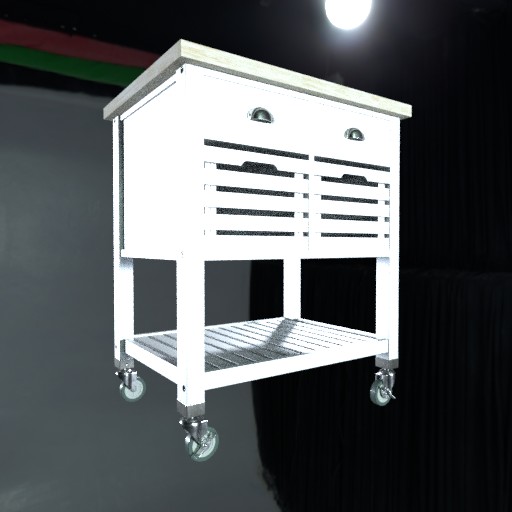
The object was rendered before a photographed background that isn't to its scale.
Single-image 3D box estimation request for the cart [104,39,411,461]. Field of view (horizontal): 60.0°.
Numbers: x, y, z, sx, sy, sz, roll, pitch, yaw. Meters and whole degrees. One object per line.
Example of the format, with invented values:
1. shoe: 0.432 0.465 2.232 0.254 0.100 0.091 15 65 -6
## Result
1. cart: 0.000 0.000 1.369 0.762 0.914 0.559 -1 2 -35
